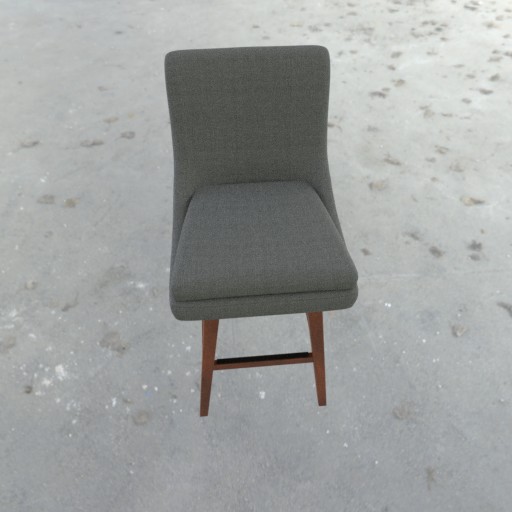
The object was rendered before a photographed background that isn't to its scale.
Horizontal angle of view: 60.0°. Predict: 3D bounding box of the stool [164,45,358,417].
[{"bbox_3d":[0.000,0.000,1.267,0.447,0.977,0.524,-4,47,-4],"label":"stool"}]
